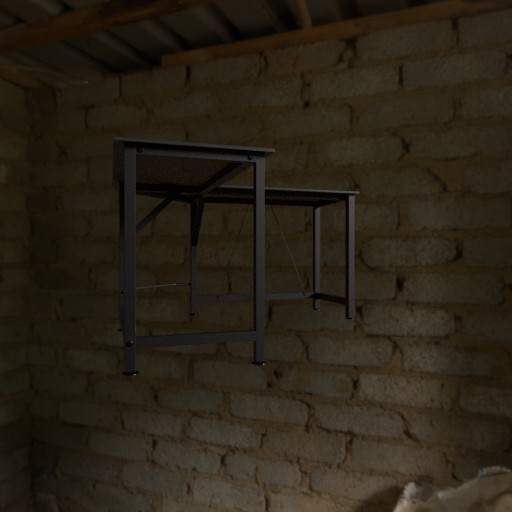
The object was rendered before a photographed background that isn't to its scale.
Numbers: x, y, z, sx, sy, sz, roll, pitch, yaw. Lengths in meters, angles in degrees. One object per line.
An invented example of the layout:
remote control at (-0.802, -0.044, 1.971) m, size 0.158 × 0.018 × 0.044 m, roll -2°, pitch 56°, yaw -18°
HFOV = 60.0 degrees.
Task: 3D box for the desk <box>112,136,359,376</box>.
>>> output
desk at (0.000, 0.000, 2.275) m, size 1.400 × 0.762 × 1.400 m, roll 0°, pitch 0°, yaw -18°
